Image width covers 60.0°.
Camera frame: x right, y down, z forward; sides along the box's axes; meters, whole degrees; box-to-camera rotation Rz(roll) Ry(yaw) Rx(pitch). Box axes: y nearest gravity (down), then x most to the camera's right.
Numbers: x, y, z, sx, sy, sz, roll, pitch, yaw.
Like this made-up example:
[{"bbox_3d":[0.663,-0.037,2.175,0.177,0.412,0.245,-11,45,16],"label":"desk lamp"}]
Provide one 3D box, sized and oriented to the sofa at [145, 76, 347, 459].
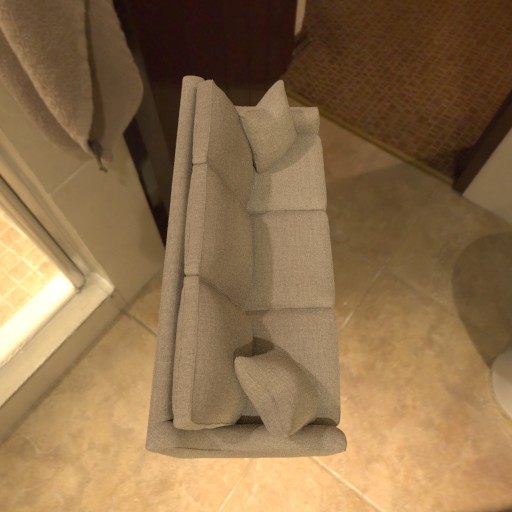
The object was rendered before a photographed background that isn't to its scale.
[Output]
[{"bbox_3d":[0.000,0.000,2.460,0.865,0.914,2.031,0,64,0],"label":"sofa"}]
